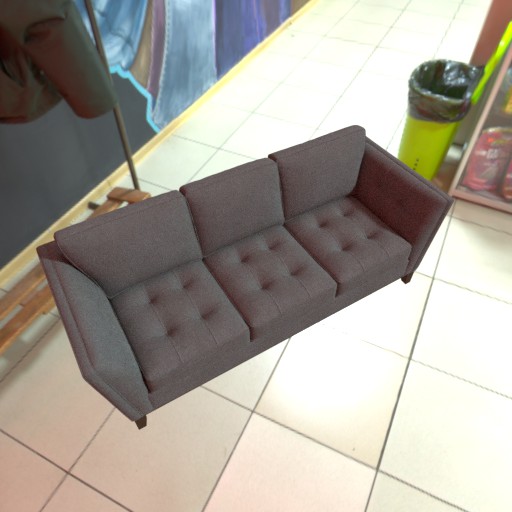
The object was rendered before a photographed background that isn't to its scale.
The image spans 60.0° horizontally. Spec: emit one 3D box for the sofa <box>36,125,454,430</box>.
[{"bbox_3d":[0.000,0.000,2.905,2.387,0.940,0.965,-24,52,-20],"label":"sofa"}]
